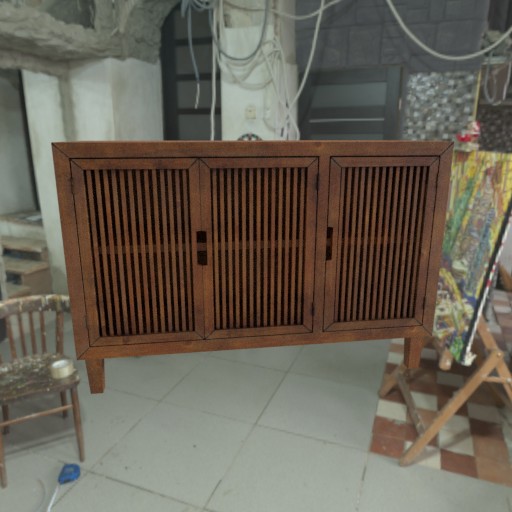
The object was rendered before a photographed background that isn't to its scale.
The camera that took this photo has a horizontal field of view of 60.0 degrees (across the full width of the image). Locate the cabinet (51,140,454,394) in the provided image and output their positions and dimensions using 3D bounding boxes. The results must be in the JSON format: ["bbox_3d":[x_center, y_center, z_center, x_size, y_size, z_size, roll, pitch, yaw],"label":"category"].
[{"bbox_3d":[0.000,0.000,1.605,1.204,0.805,0.403,-2,15,-8],"label":"cabinet"}]
